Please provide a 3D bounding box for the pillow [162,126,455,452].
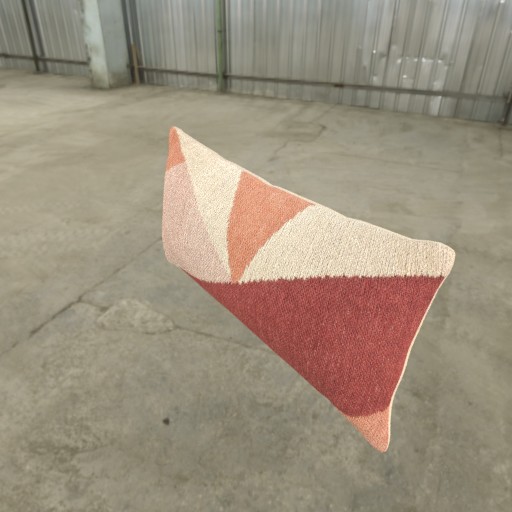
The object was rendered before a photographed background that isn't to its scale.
[{"bbox_3d":[0.000,0.000,0.717,0.155,0.292,0.609,-22,38,-31],"label":"pillow"}]
